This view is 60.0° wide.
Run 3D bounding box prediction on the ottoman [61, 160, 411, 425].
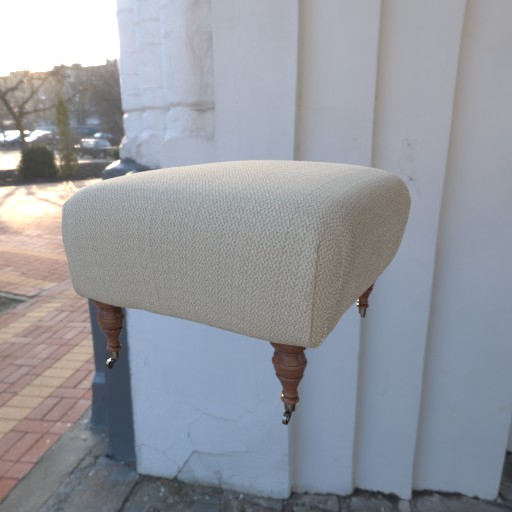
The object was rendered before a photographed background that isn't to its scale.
[{"bbox_3d":[0.000,0.000,1.084,0.622,0.447,0.684,8,17,27],"label":"ottoman"}]
